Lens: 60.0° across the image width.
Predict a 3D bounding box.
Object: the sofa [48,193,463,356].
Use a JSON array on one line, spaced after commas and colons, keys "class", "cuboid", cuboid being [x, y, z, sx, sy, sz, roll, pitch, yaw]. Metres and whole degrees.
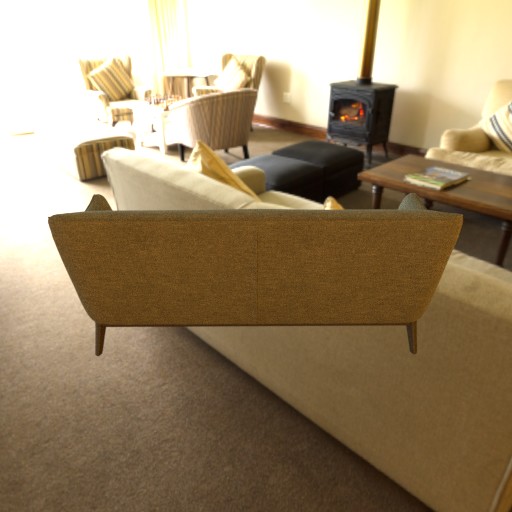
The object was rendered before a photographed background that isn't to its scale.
[{"class": "sofa", "cuboid": [0.000, 0.000, 2.390, 1.928, 0.829, 0.867, 0, 28, 0]}]
